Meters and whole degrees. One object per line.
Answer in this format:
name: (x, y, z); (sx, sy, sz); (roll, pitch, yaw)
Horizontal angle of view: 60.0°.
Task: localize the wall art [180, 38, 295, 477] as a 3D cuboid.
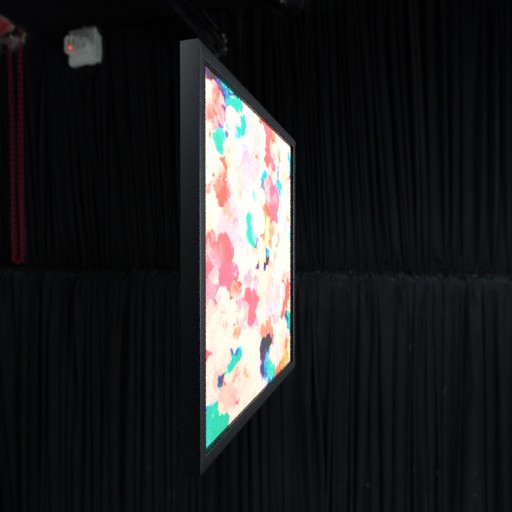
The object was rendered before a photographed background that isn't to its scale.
wall art: (0.000, 0.000, 1.127); (0.036, 0.755, 0.756); (0, 1, 18)
